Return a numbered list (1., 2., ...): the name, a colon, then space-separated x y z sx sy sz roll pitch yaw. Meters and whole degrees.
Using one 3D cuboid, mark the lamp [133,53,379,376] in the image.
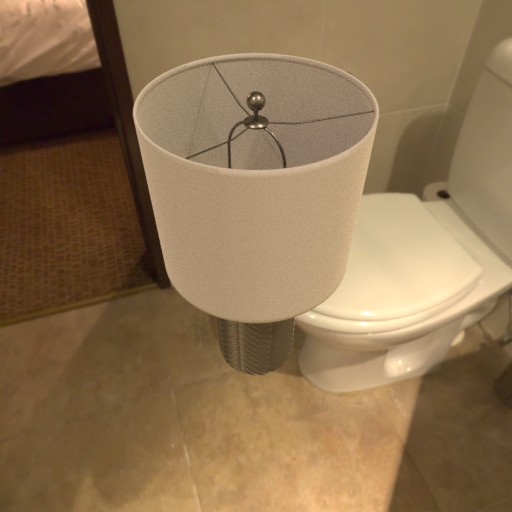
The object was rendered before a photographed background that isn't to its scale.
1. lamp: 0.000 0.000 0.506 0.203 0.389 0.203 26 51 23
